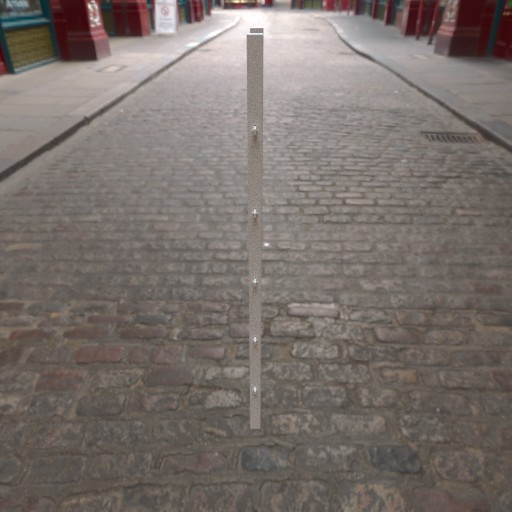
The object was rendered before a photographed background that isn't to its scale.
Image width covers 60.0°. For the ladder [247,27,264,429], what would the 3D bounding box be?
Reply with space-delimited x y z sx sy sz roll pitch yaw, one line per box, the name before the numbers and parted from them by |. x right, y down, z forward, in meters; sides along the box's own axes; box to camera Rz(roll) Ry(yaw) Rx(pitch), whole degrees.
ladder | 0.000 0.000 1.978 0.051 1.797 0.452 0 30 1
